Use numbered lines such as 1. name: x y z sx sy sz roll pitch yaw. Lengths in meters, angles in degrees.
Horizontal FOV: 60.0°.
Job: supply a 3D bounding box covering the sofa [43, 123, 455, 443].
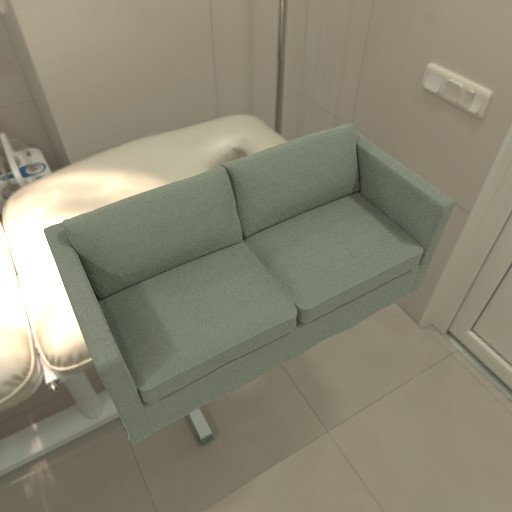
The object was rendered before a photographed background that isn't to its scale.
1. sofa: 0.000 0.000 2.505 1.987 0.870 0.940 -23 51 -20
